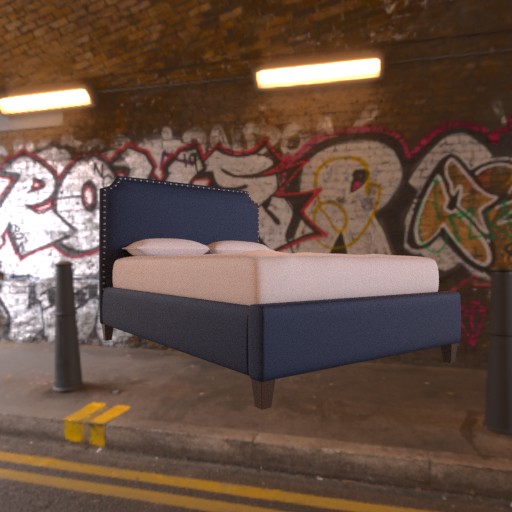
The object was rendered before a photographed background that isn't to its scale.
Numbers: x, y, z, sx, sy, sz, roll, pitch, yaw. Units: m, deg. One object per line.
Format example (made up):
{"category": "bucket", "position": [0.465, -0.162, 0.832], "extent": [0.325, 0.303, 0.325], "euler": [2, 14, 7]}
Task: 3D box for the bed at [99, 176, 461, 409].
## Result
{"category": "bed", "position": [0.000, 0.000, 3.432], "extent": [1.712, 1.443, 2.372], "euler": [1, -1, -36]}
